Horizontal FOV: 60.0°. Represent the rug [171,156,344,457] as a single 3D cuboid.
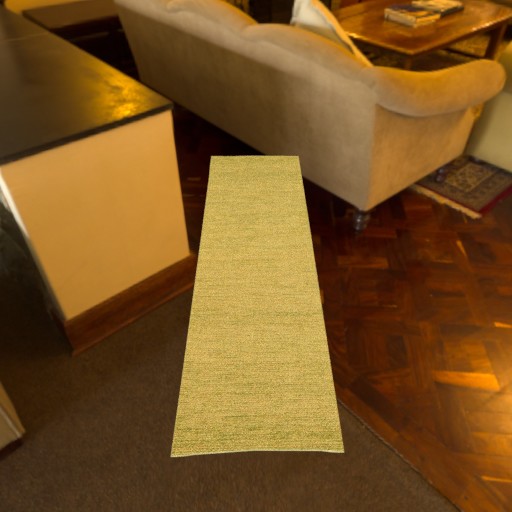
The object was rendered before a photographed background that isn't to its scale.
[{"bbox_3d":[0.000,0.000,2.607,0.686,0.013,2.340,0,42,0],"label":"rug"}]
